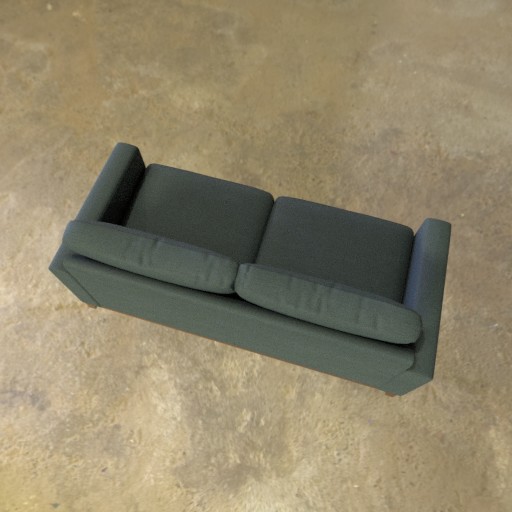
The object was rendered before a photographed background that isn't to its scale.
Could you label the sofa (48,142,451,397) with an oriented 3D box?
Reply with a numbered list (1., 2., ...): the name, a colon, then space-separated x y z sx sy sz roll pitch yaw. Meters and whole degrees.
1. sofa: 0.000 0.000 2.399 1.900 0.865 0.877 15 65 7
